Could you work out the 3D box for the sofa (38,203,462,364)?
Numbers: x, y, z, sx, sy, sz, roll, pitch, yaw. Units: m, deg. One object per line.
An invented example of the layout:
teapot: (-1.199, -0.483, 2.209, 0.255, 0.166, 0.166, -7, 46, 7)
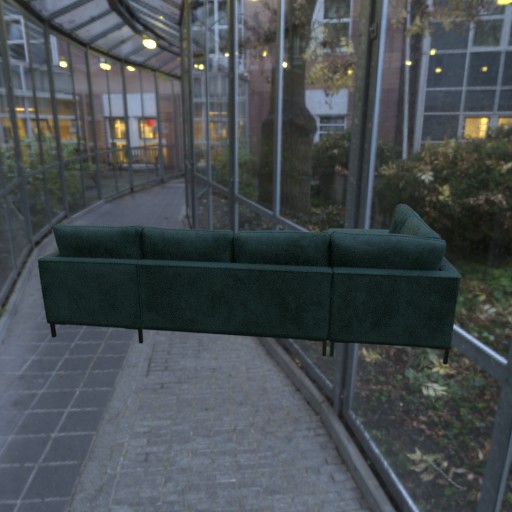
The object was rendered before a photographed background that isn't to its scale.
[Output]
sofa: (0.000, 0.000, 3.984, 2.994, 0.861, 1.992, 2, 16, 8)
